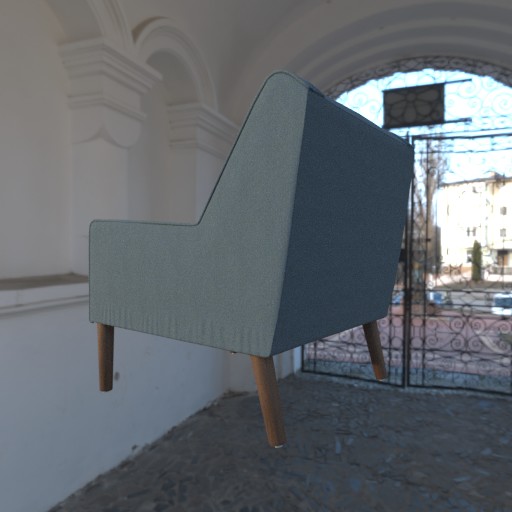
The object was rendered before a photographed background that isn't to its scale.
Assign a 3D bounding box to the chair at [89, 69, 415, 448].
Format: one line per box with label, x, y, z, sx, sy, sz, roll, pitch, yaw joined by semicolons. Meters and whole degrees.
chair;0.000;0.000;1.312;0.733;0.780;0.663;1;1;37
